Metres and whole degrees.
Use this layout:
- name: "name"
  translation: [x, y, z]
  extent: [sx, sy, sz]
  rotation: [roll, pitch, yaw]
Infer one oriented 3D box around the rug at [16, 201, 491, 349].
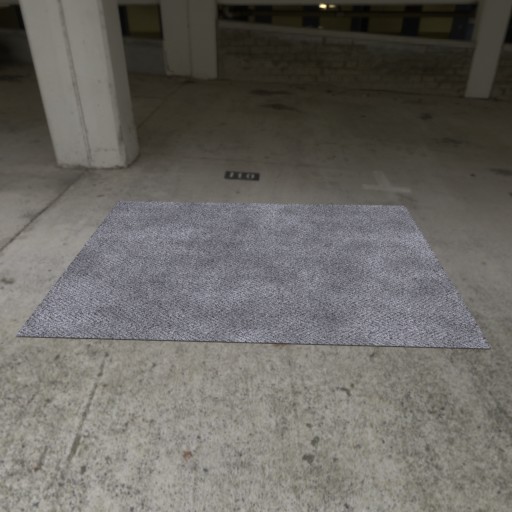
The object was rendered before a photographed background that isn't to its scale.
- name: "rug"
  translation: [0.000, 0.000, 2.764]
  extent: [2.235, 0.008, 1.600]
  rotation: [1, 31, 2]
